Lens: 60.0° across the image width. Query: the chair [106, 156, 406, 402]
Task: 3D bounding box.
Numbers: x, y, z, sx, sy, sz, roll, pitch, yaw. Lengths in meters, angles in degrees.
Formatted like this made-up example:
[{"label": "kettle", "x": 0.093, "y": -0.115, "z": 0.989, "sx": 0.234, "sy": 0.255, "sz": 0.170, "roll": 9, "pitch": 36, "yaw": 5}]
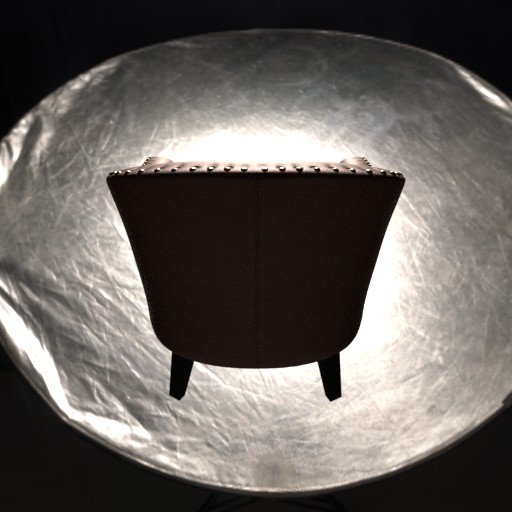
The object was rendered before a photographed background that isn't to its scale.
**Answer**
[{"label": "chair", "x": 0.000, "y": 0.000, "z": 1.413, "sx": 0.794, "sy": 0.823, "sz": 0.748, "roll": 0, "pitch": 30, "yaw": 0}]
